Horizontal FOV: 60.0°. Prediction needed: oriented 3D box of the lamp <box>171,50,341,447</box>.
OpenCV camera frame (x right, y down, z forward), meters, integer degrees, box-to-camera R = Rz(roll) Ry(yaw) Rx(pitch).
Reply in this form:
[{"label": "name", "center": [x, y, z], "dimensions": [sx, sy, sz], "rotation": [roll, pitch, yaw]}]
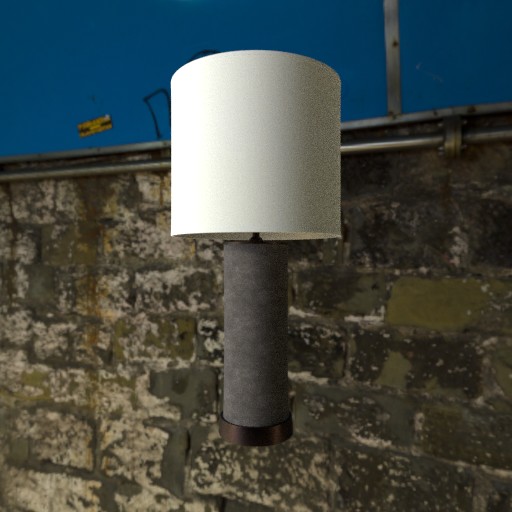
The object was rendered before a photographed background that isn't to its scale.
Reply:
[{"label": "lamp", "center": [0.000, 0.000, 0.799], "dimensions": [0.301, 0.630, 0.301], "rotation": [0, 0, 37]}]
